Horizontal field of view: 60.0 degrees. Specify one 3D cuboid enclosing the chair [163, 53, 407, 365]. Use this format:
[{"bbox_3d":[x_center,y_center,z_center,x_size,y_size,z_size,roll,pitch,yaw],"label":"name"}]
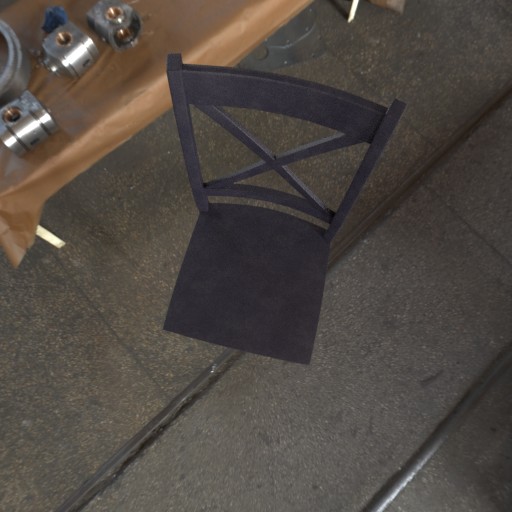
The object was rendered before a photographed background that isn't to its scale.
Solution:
[{"bbox_3d":[0.000,0.000,1.292,0.485,0.983,0.542,13,77,3],"label":"chair"}]
